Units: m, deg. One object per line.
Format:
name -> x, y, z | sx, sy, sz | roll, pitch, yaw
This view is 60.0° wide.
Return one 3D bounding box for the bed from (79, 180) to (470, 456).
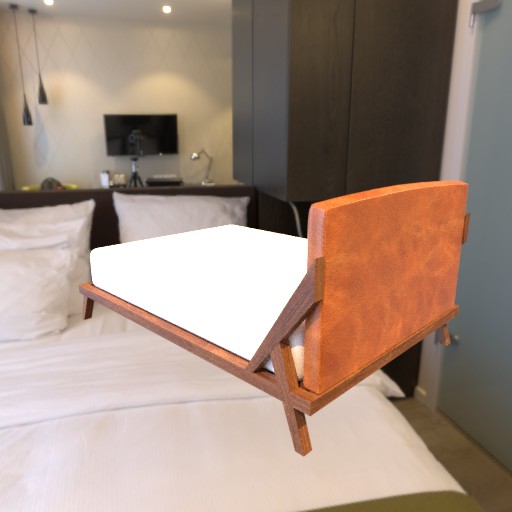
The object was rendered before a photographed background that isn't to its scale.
bed -> 0.000, 0.000, 3.205 | 2.311, 1.168, 1.651 | 14, 20, 43
